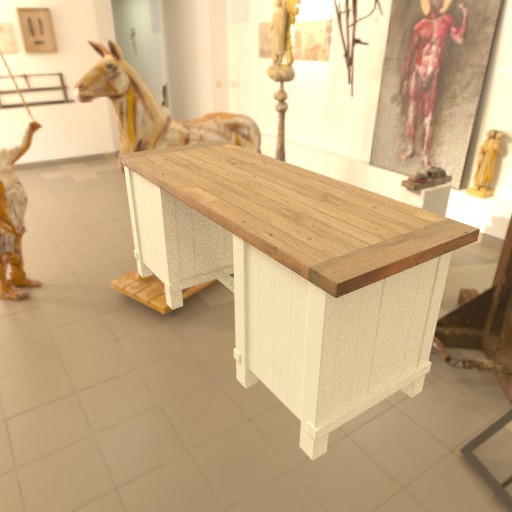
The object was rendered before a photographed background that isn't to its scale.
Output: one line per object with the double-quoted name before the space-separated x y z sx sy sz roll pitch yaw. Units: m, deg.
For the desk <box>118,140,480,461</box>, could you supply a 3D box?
"desk" 0.000 0.000 2.230 0.688 0.760 1.803 -17 31 -30
